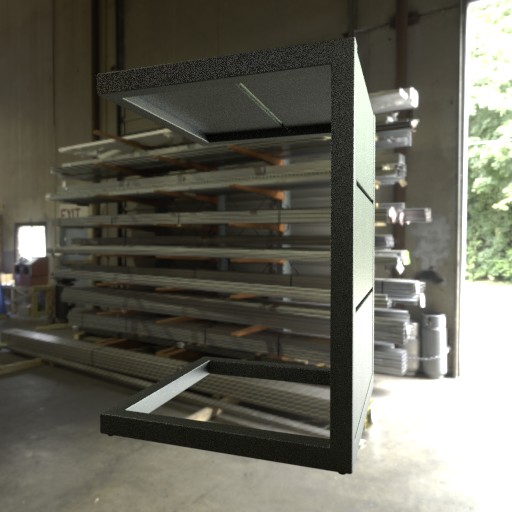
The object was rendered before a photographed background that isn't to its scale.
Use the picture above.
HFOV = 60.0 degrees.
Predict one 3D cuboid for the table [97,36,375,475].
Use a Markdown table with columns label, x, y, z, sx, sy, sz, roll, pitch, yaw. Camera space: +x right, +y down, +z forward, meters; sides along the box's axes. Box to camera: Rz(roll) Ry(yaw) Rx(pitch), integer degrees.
| label | x | y | z | sx | sy | sz | roll | pitch | yaw |
| --- | --- | --- | --- | --- | --- | --- | --- | --- | --- |
| table | 0.000 | 0.000 | 0.865 | 0.420 | 0.609 | 0.405 | 1 | 2 | 19 |
